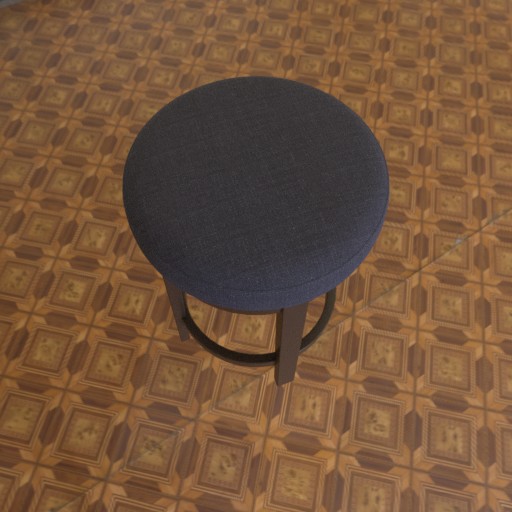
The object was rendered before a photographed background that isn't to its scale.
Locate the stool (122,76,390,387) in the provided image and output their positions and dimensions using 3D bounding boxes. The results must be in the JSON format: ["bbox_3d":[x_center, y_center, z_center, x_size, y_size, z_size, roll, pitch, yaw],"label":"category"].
[{"bbox_3d":[0.000,0.000,0.968,0.449,0.655,0.449,0,63,0],"label":"stool"}]
